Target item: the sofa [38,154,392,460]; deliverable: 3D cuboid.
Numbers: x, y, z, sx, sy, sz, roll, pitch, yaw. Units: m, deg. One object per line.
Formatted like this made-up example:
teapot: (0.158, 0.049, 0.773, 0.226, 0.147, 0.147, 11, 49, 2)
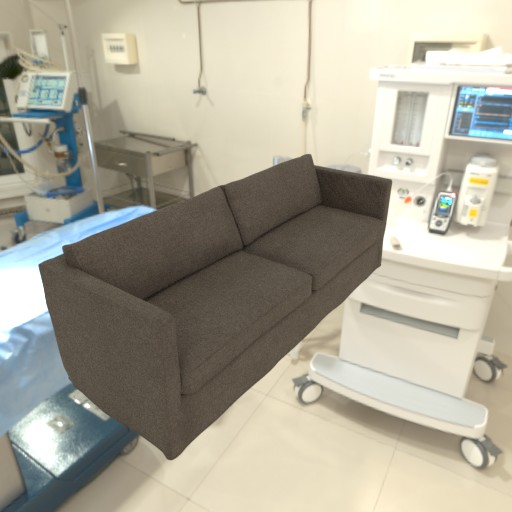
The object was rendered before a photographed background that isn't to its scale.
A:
sofa: (0.000, 0.000, 3.335, 1.036, 0.998, 2.779, 19, 32, 32)
